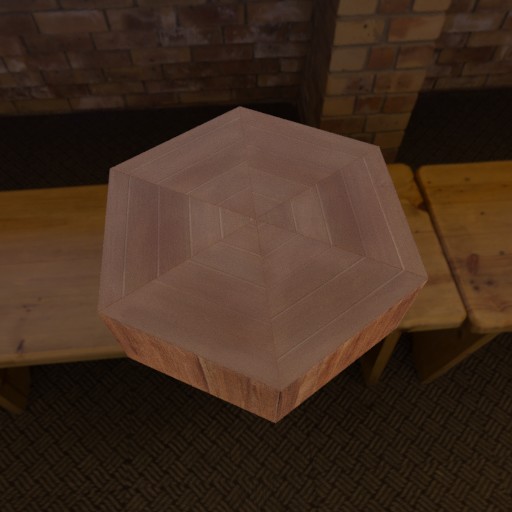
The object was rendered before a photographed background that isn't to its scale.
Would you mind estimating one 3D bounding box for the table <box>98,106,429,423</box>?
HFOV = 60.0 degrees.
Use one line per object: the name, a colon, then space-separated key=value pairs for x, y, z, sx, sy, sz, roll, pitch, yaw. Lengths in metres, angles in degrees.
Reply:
table: x=0.000 y=0.000 z=1.674 sx=1.154 sy=0.456 sz=1.000 roll=-32 pitch=63 yaw=-19
